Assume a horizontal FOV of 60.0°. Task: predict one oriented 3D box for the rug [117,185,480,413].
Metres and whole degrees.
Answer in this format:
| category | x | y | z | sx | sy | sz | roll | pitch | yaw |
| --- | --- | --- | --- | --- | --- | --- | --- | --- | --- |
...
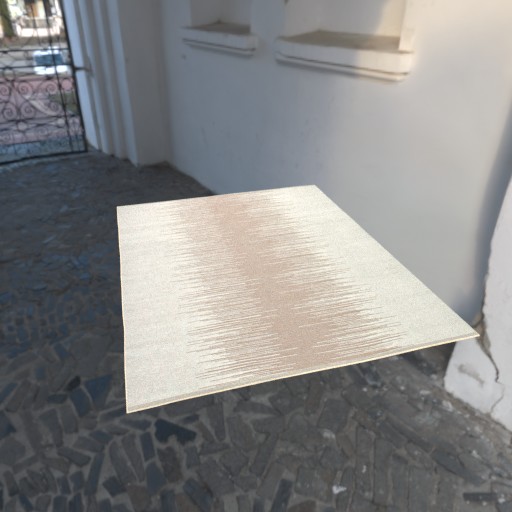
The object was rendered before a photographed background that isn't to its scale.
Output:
| category | x | y | z | sx | sy | sz | roll | pitch | yaw |
| --- | --- | --- | --- | --- | --- | --- | --- | --- | --- |
| rug | 0.000 | 0.000 | 4.119 | 2.438 | 0.013 | 3.048 | -8 | 31 | -14 |
